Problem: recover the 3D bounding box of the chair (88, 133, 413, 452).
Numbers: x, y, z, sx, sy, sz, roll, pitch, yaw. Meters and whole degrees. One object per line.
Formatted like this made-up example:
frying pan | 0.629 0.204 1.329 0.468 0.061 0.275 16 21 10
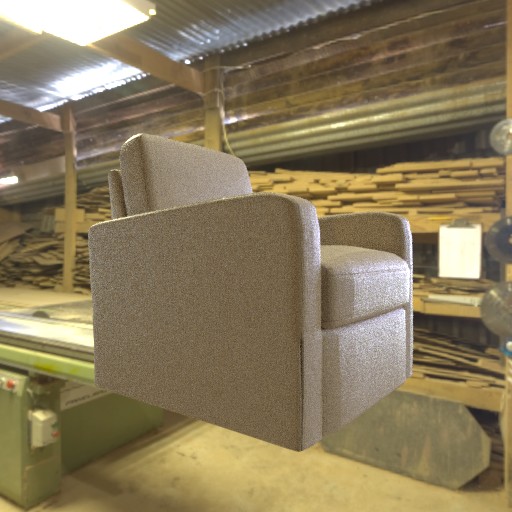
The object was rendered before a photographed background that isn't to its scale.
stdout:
chair | 0.000 0.000 1.485 0.888 0.827 0.755 1 1 37
